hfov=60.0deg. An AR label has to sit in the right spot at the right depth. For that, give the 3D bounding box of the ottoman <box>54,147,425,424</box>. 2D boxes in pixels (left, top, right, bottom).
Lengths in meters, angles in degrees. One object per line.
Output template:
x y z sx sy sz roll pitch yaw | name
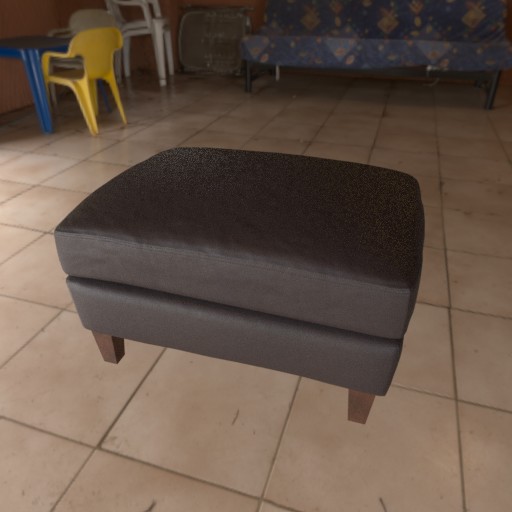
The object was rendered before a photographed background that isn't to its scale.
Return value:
0.000 0.000 1.311 0.887 0.529 0.659 9 33 14 | ottoman
